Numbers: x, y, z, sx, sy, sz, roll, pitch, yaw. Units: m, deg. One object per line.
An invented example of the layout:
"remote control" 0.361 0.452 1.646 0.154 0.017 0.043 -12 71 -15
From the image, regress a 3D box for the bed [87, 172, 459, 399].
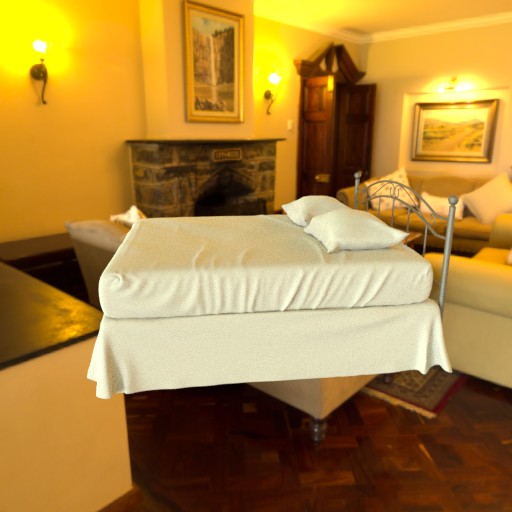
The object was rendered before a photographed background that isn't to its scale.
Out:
"bed" 0.000 0.000 3.323 2.215 1.080 1.936 -2 16 -7
